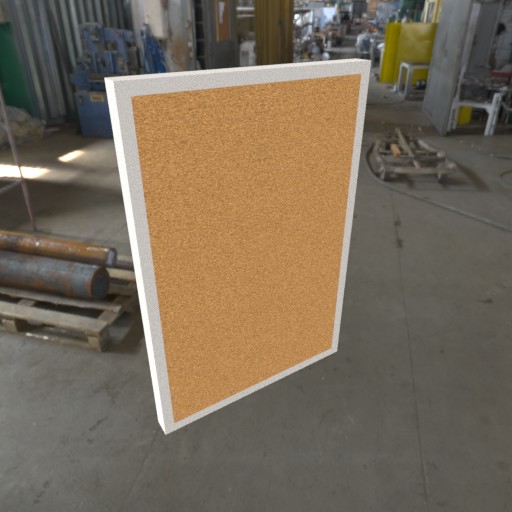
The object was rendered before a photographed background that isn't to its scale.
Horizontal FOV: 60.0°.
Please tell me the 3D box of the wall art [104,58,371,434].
[{"bbox_3d":[0.000,0.000,0.836,0.450,0.657,0.038,-18,34,-28],"label":"wall art"}]
